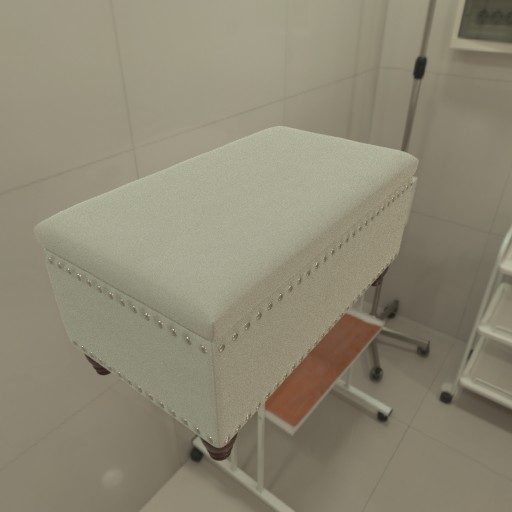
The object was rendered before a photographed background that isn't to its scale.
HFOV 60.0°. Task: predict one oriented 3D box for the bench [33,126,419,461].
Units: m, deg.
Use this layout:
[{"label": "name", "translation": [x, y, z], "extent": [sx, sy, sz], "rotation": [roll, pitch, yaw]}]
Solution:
[{"label": "bench", "translation": [0.000, 0.000, 1.191], "extent": [0.500, 0.449, 0.887], "rotation": [22, 38, 31]}]
